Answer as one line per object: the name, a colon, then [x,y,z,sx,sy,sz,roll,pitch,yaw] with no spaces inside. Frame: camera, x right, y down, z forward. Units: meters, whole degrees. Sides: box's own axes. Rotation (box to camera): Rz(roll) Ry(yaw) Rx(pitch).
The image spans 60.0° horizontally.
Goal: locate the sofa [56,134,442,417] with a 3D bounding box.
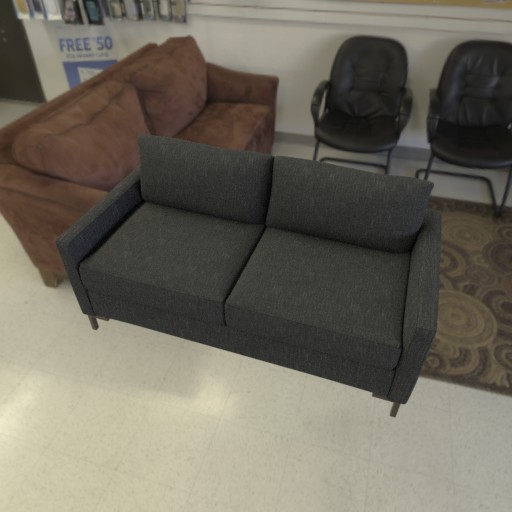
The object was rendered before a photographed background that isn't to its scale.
sofa: [0.000,0.000,2.252,1.716,0.862,0.866,12,42,14]
